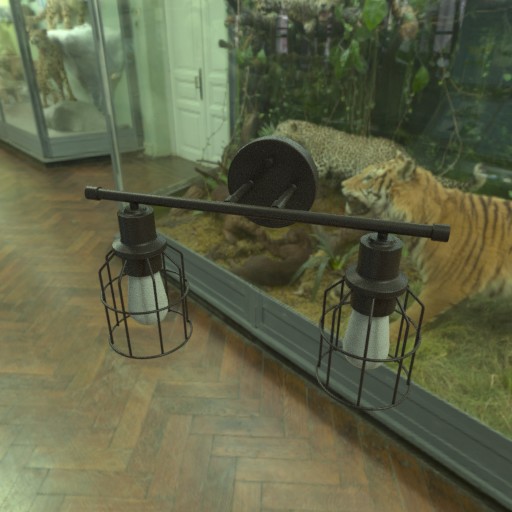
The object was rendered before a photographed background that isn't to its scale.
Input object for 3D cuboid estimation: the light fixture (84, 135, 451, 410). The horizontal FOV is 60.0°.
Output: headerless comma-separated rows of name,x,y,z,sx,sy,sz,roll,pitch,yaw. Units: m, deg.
light fixture,0.000,0.000,0.535,0.406,0.254,0.165,8,28,15
